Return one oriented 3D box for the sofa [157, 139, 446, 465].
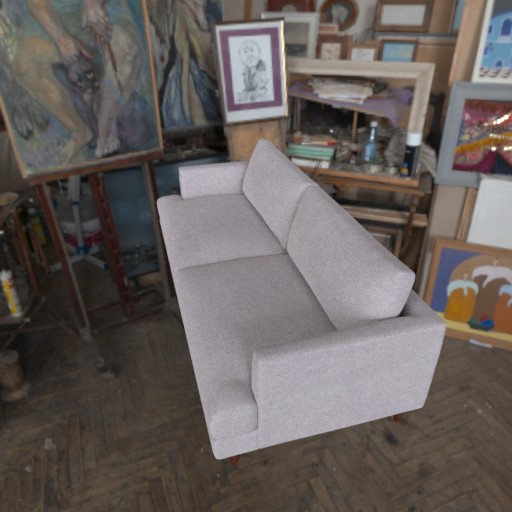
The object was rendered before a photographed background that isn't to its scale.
[{"bbox_3d":[0.000,0.000,2.738,1.020,0.868,2.250,-8,32,-14],"label":"sofa"}]
